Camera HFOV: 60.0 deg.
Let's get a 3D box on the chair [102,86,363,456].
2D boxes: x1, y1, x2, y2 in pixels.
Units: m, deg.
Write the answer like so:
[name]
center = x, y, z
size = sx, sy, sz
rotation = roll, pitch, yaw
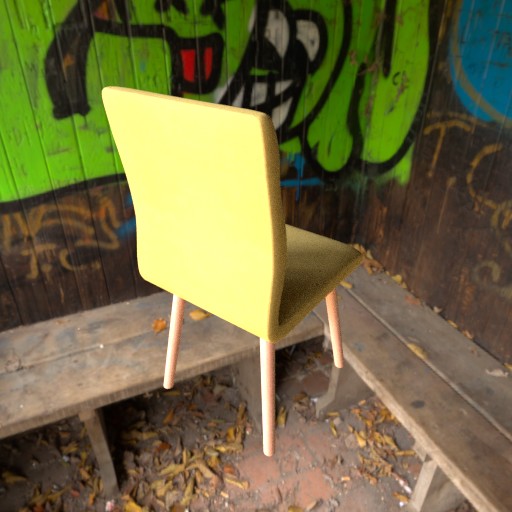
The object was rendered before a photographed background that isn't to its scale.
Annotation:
[chair]
center = 0.000, 0.000, 1.287
size = 0.450, 0.965, 0.550
rotation = 21, 37, 31
